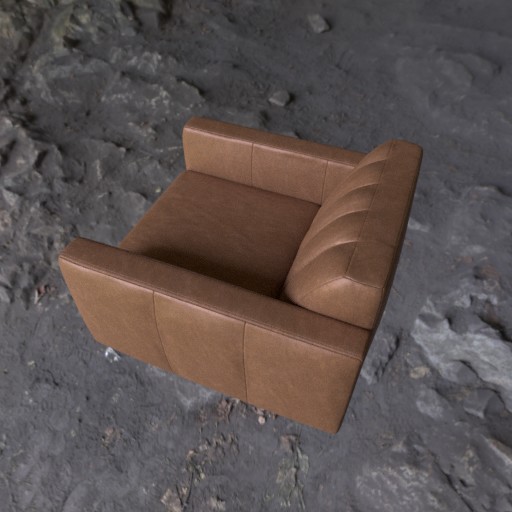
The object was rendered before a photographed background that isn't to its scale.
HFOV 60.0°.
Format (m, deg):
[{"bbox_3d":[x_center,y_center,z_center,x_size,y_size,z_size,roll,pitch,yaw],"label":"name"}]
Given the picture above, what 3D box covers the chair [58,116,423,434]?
[{"bbox_3d":[0.000,0.000,1.687,0.998,0.819,0.953,17,49,15],"label":"chair"}]
